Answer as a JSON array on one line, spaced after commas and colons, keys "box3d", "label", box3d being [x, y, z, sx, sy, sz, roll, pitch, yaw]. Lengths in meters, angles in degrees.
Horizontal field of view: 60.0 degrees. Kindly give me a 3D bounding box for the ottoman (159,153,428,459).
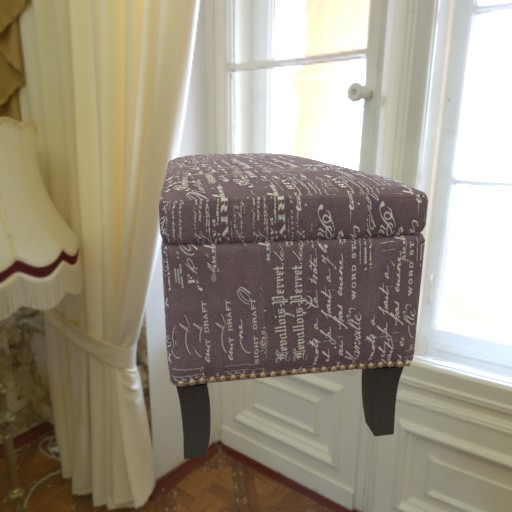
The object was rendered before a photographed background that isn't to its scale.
[{"box3d": [0.000, 0.000, 1.056, 0.406, 0.457, 0.813, -3, 16, -9], "label": "ottoman"}]
